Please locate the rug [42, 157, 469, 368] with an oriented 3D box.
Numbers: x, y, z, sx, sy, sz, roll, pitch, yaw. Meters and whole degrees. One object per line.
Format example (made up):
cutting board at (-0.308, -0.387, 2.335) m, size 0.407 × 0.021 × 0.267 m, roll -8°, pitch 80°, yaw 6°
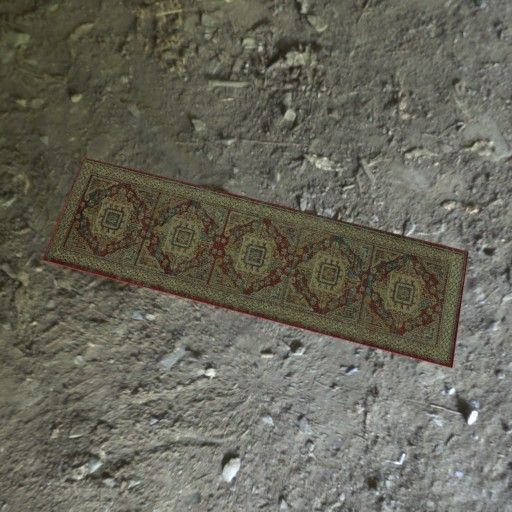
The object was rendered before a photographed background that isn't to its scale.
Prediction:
rug at (0.000, 0.000, 2.477) m, size 2.292 × 0.015 × 0.659 m, roll 14°, pitch 75°, yaw 4°
